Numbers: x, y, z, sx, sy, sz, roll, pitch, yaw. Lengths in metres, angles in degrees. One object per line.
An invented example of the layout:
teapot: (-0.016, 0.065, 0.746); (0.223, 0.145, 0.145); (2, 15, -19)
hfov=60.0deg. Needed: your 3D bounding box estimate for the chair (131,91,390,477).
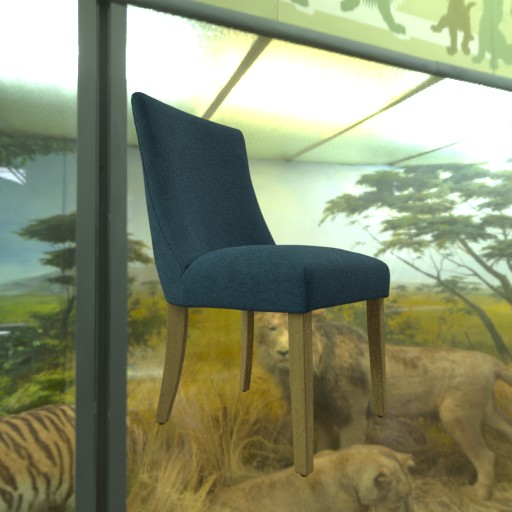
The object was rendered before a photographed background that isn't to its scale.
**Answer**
chair: (0.000, 0.000, 1.240); (0.609, 0.902, 0.495); (0, -1, 36)
